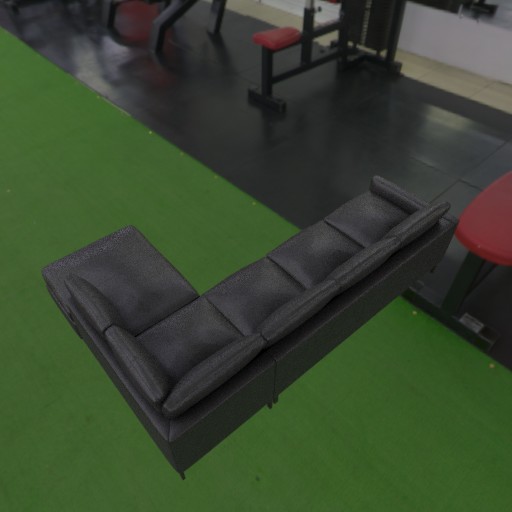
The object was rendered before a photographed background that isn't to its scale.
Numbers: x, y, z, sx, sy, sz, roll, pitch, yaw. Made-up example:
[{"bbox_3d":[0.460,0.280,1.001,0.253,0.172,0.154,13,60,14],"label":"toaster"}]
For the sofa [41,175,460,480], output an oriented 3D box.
[{"bbox_3d":[0.000,0.000,3.788,2.984,0.877,1.938,-31,53,-27],"label":"sofa"}]
